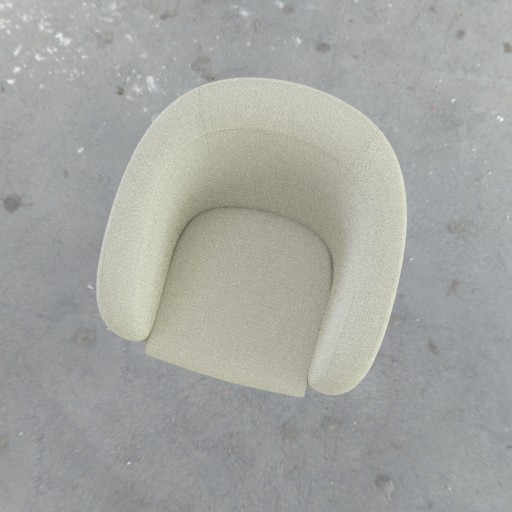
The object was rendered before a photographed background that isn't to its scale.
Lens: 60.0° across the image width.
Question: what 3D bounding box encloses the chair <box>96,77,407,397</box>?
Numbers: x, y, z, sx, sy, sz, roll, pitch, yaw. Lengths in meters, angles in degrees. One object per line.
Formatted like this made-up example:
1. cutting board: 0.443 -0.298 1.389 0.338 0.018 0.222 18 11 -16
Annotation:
1. chair: 0.000 0.000 1.455 0.791 0.771 0.815 15 77 3
